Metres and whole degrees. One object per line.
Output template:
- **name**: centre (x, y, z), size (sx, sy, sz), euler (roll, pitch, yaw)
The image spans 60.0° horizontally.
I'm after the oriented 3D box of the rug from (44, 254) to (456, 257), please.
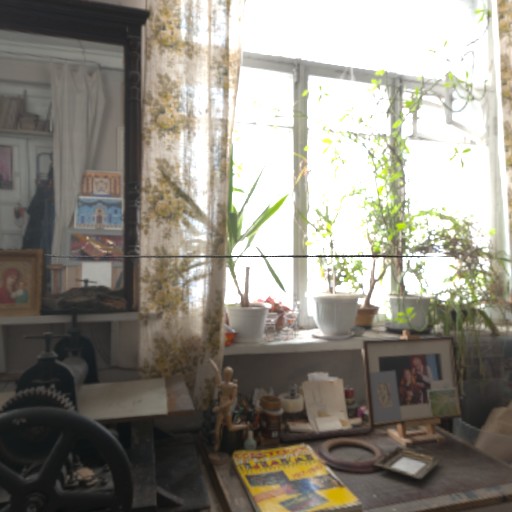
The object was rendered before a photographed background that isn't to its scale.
- **rug**: centre (0.000, 0.000, 3.999), size (2.925, 0.026, 2.343), euler (0, 0, 35)
